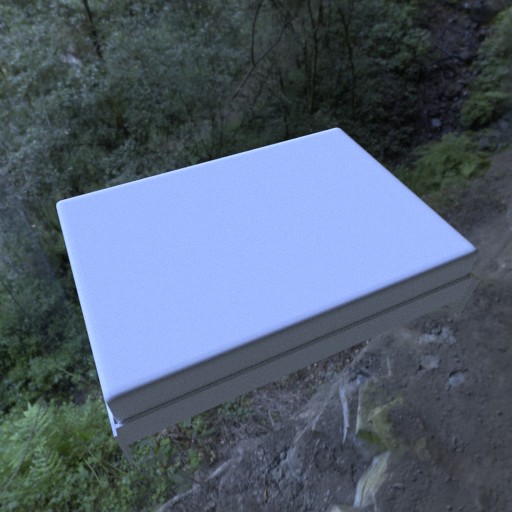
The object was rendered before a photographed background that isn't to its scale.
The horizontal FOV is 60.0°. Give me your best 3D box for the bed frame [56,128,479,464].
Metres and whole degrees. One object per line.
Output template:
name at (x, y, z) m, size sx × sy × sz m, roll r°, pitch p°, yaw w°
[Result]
bed frame at (0.000, 0.000, 2.569) m, size 1.945 × 0.497 × 1.445 m, roll -19°, pitch 49°, yaw -17°
